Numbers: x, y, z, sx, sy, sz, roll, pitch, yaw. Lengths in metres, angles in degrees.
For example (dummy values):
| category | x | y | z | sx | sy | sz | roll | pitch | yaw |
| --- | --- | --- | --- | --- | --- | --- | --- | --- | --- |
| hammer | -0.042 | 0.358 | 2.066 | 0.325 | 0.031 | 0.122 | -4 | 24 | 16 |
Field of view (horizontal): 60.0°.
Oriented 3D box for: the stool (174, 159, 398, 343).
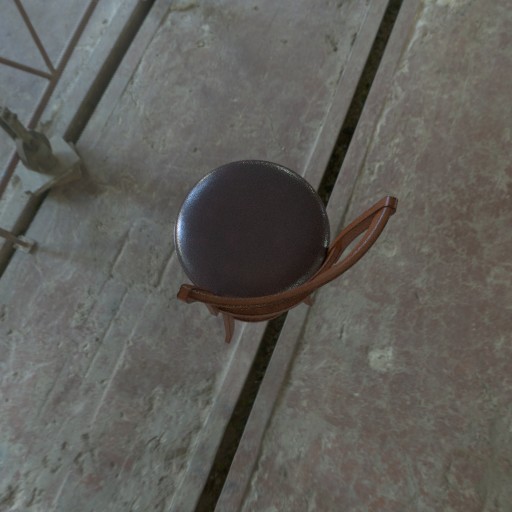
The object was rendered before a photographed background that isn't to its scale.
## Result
| category | x | y | z | sx | sy | sz | roll | pitch | yaw |
| --- | --- | --- | --- | --- | --- | --- | --- | --- | --- |
| stool | 0.000 | 0.000 | 1.431 | 0.464 | 1.177 | 0.503 | -23 | 75 | -6 |
